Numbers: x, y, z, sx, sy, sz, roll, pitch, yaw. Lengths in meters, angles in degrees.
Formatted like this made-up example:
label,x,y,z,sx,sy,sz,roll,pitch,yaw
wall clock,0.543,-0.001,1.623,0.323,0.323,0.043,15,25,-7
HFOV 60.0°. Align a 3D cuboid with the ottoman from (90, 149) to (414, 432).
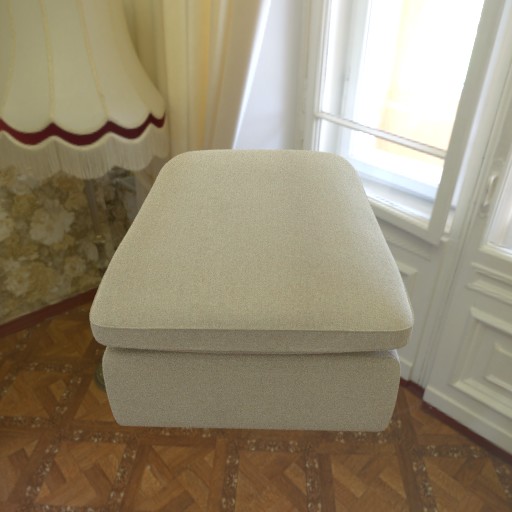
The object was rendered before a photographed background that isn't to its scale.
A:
label,x,y,z,sx,sy,sz,roll,pitch,yaw
ottoman,0.000,0.000,1.352,0.686,0.453,0.984,1,32,1
